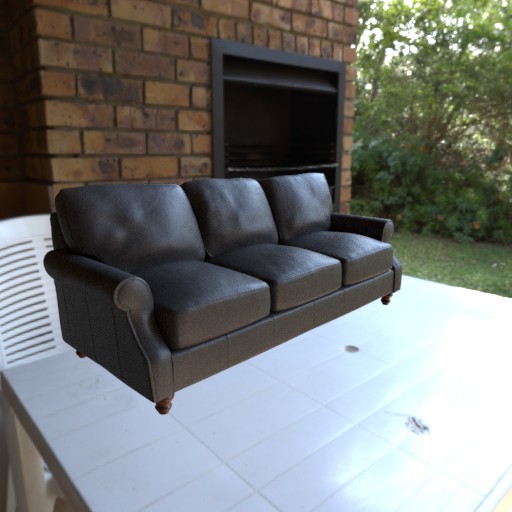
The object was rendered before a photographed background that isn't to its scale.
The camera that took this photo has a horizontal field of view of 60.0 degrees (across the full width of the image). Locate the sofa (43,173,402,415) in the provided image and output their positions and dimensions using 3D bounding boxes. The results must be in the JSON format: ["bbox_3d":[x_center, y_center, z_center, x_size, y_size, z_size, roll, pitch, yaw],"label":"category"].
[{"bbox_3d":[0.000,0.000,2.857,0.974,0.977,2.387,12,18,43],"label":"sofa"}]
